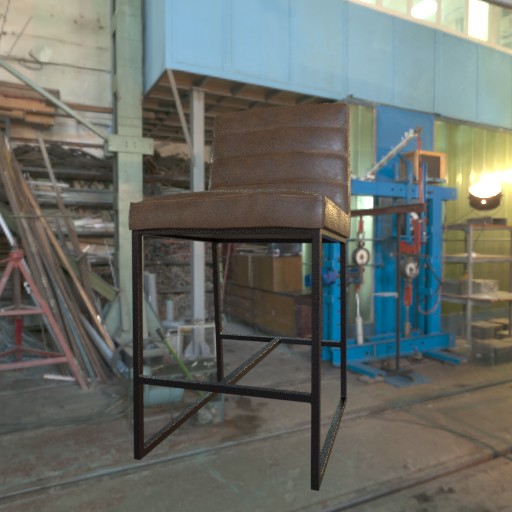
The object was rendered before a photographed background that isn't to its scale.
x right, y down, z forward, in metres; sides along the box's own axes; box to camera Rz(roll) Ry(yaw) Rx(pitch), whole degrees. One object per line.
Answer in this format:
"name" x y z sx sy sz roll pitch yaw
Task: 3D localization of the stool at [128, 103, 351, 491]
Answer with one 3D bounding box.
"stool" 0.000 0.000 1.205 0.463 0.942 0.562 1 2 18
